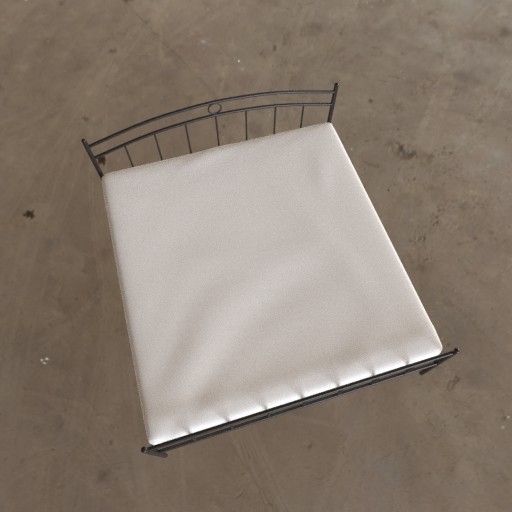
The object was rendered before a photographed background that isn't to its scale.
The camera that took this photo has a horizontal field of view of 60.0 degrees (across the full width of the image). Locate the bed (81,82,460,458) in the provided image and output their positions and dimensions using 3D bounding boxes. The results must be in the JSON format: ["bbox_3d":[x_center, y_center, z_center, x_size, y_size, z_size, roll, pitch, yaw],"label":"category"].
[{"bbox_3d":[0.000,0.000,3.040,1.880,0.940,2.040,-15,64,-7],"label":"bed"}]
